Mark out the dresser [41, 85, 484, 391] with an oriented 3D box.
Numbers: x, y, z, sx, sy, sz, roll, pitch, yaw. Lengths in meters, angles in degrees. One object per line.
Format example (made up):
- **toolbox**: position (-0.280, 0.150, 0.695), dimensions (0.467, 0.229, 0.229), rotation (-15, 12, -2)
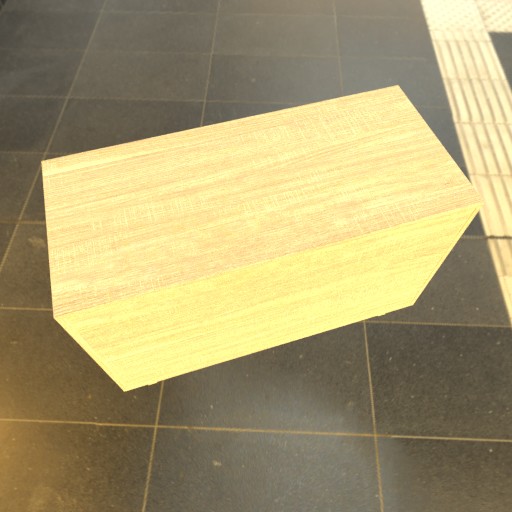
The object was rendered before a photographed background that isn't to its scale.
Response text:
- **dresser**: position (0.000, 0.000, 1.541), dimensions (1.110, 0.780, 0.500), rotation (-15, 60, -9)
